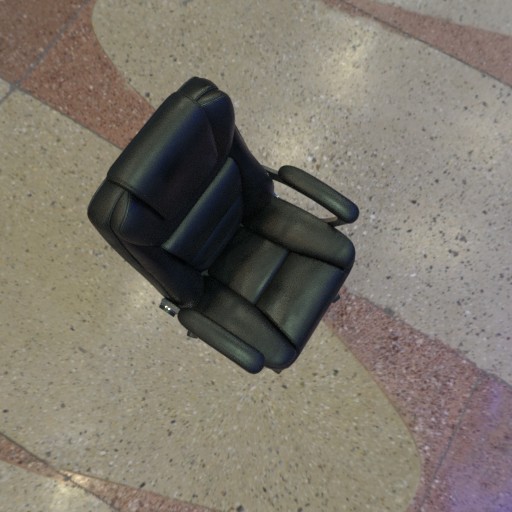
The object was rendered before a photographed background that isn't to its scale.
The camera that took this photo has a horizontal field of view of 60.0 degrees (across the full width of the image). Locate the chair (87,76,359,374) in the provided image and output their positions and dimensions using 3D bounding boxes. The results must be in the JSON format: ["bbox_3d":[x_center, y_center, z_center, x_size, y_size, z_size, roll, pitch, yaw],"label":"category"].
[{"bbox_3d":[0.000,0.000,1.507,0.689,1.075,0.697,32,77,9],"label":"chair"}]
